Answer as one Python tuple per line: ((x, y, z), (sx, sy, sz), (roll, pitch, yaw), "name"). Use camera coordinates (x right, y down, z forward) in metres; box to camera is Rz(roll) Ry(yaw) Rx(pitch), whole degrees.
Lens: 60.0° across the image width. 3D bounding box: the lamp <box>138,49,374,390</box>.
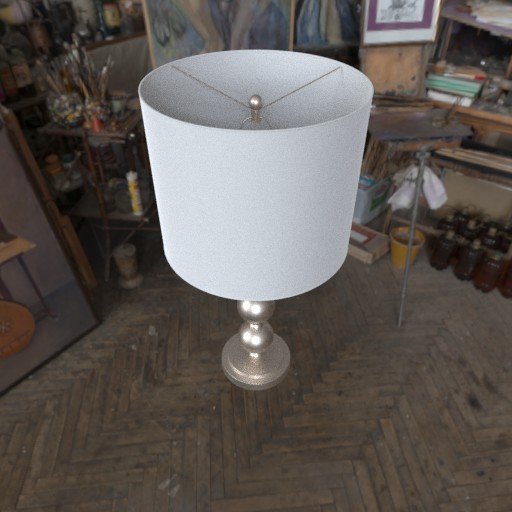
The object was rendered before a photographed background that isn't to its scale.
((0.000, 0.000, 0.699), (0.277, 0.538, 0.277), (0, 40, 0), "lamp")
